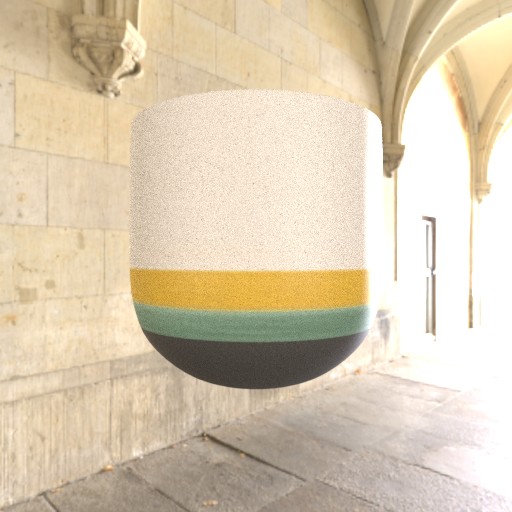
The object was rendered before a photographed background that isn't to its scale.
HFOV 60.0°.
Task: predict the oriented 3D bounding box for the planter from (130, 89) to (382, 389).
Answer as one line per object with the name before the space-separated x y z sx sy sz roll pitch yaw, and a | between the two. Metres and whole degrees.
planter | 0.000 0.000 0.489 0.268 0.270 0.268 0 0 0
